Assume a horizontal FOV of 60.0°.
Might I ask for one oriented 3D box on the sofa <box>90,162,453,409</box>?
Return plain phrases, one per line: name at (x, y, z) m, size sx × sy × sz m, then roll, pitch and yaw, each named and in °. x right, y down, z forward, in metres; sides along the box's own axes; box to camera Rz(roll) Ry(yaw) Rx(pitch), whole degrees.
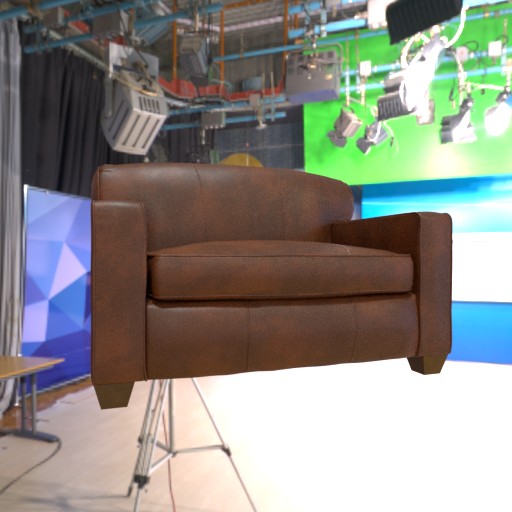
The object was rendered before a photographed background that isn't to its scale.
sofa at (0.000, 0.000, 1.995) m, size 1.413 × 0.956 × 1.000 m, roll 0°, pitch 0°, yaw -19°
